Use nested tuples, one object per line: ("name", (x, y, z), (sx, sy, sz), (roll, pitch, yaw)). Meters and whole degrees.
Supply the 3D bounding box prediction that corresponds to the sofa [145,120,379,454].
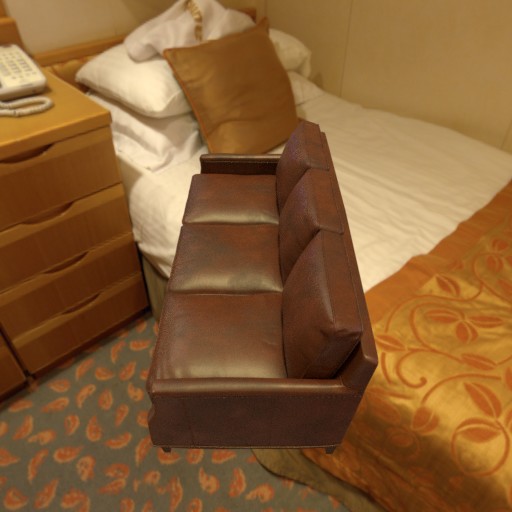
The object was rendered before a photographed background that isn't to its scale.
("sofa", (0.000, 0.000, 2.903), (1.084, 1.003, 2.240), (0, 41, 0))
